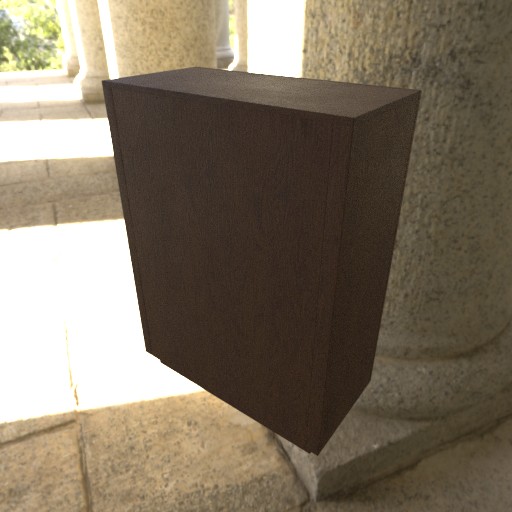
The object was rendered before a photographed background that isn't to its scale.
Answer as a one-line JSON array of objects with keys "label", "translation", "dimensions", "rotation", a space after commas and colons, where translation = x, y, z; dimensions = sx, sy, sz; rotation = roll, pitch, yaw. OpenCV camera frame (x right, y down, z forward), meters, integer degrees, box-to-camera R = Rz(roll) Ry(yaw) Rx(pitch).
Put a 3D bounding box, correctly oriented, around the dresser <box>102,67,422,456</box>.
[{"label": "dresser", "translation": [0.000, 0.000, 1.807], "dimensions": [0.964, 1.320, 0.516], "rotation": [20, 36, 31]}]
